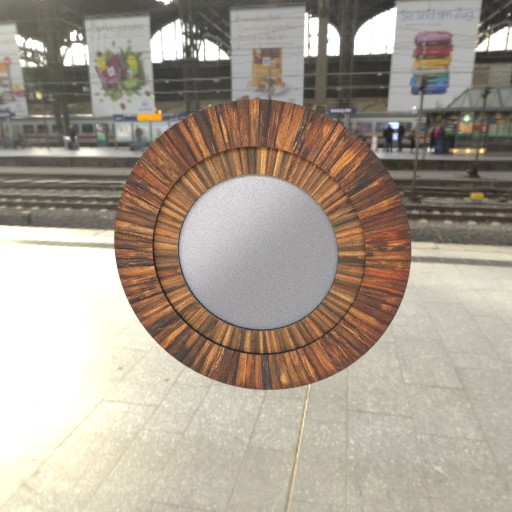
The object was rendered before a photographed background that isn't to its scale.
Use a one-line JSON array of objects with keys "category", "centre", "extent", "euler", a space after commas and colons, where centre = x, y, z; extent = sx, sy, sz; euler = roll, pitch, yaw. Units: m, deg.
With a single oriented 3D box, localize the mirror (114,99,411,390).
[{"category": "mirror", "centre": [0.000, 0.000, 1.613], "extent": [1.077, 1.077, 0.036], "euler": [2, 16, 9]}]
